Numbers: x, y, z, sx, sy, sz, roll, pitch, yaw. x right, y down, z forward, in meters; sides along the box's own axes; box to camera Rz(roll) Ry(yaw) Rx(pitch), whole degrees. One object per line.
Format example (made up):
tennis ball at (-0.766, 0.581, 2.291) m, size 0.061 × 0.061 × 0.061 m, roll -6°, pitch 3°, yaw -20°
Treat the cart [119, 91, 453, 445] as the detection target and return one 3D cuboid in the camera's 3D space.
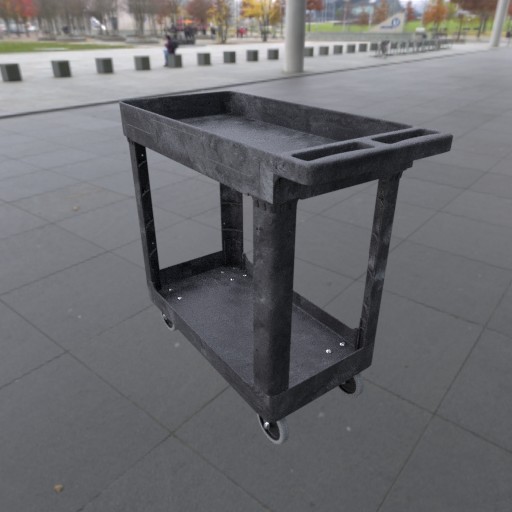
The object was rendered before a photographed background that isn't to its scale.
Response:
cart at (0.000, 0.000, 1.332) m, size 0.420 × 0.824 × 0.877 m, roll -18°, pitch 33°, yaw -31°
